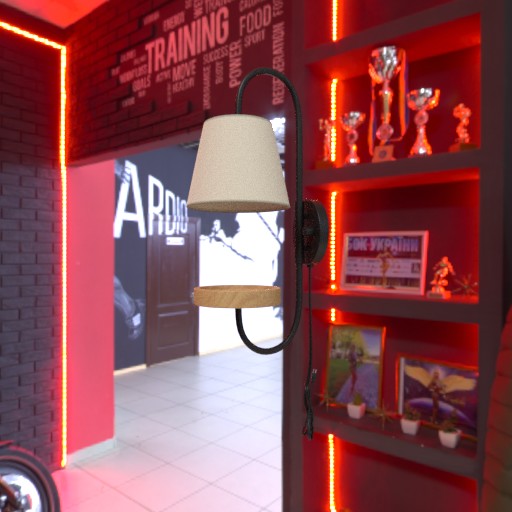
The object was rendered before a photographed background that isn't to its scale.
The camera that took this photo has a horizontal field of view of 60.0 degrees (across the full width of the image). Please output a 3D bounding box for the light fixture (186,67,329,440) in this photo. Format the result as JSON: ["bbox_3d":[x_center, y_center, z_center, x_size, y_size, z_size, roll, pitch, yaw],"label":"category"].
[{"bbox_3d":[0.000,0.000,0.958,0.299,0.821,0.220,0,0,-18],"label":"light fixture"}]
